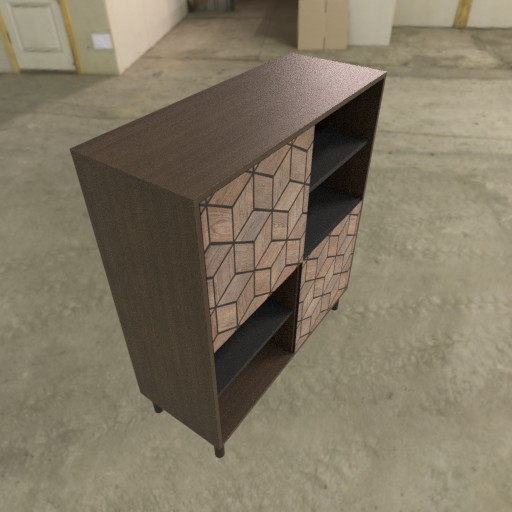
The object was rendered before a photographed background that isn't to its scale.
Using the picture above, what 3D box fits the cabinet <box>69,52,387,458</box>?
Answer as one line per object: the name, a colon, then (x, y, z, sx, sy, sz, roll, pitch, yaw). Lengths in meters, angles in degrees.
cabinet: (0.000, 0.000, 1.681, 0.400, 1.170, 1.010, 24, 45, 26)
